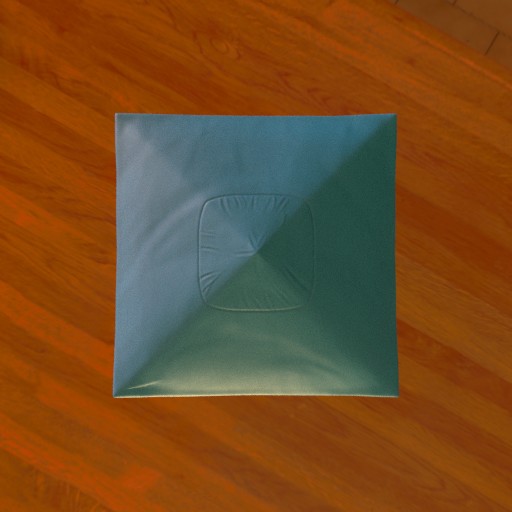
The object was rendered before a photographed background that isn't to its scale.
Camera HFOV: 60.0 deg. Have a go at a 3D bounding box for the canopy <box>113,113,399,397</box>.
[{"bbox_3d":[0.000,0.000,5.375,2.998,2.997,2.996,0,89,0],"label":"canopy"}]
